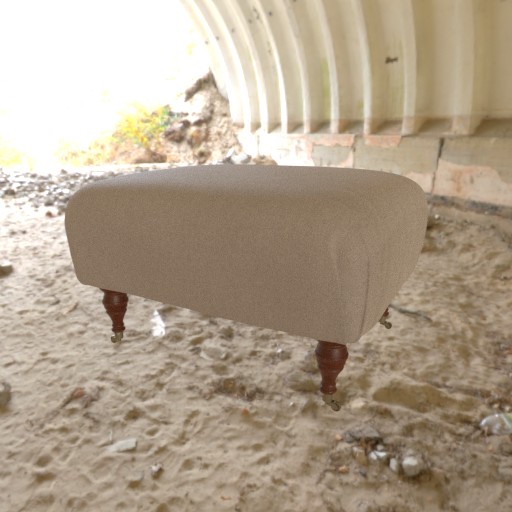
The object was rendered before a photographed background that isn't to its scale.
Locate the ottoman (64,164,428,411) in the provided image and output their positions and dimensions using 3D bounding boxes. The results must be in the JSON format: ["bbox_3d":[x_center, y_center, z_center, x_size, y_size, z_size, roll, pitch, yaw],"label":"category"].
[{"bbox_3d":[0.000,0.000,1.126,0.746,0.450,0.622,9,18,28],"label":"ottoman"}]
